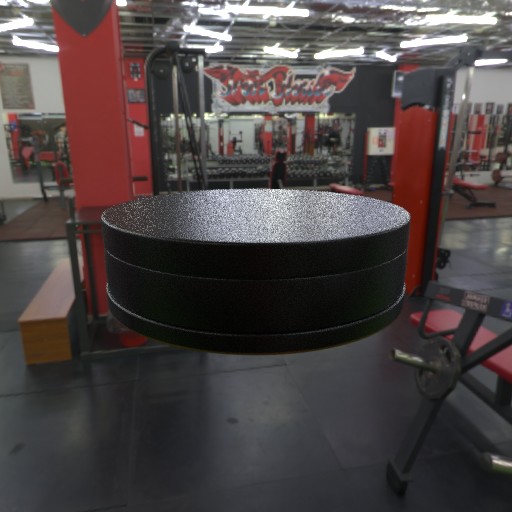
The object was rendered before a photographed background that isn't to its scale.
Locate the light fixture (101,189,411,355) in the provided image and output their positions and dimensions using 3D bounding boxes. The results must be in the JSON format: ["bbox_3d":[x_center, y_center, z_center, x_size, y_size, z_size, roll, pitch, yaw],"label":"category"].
[{"bbox_3d":[0.000,0.000,0.436,0.283,0.097,0.283,0,16,0],"label":"light fixture"}]
